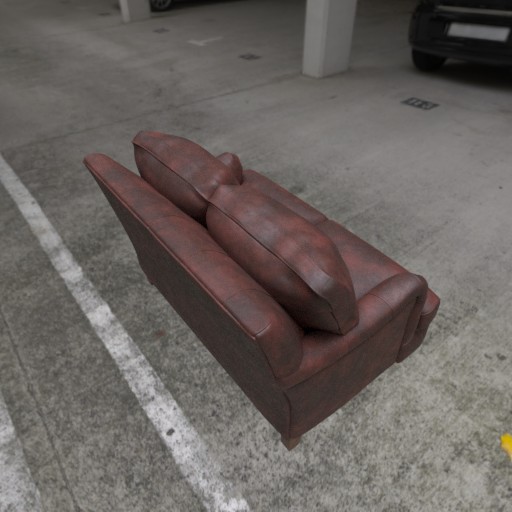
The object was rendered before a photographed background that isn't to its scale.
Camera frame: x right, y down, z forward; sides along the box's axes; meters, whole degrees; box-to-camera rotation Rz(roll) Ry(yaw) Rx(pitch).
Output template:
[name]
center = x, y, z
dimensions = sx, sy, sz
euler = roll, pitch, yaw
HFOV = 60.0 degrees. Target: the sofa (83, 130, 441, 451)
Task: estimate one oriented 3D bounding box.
[sofa]
center = 0.000, 0.000, 2.388
dimensions = 1.148, 1.070, 1.628
euler = -26, 47, -27
